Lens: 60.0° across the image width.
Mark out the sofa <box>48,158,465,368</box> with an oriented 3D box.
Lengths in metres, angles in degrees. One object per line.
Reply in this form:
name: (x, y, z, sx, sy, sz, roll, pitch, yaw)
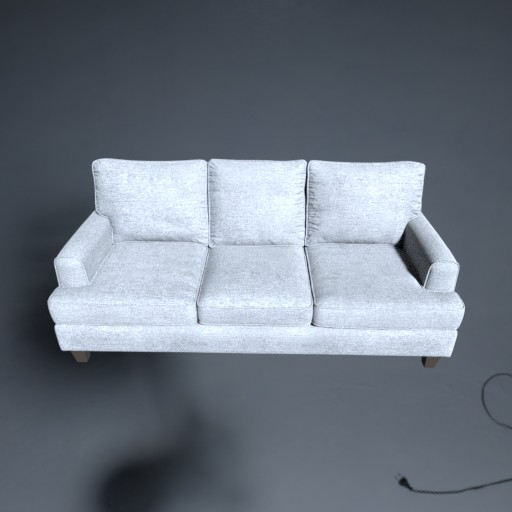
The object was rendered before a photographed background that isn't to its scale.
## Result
sofa: (0.000, 0.000, 2.627, 2.158, 0.965, 0.951, 1, 30, 1)
